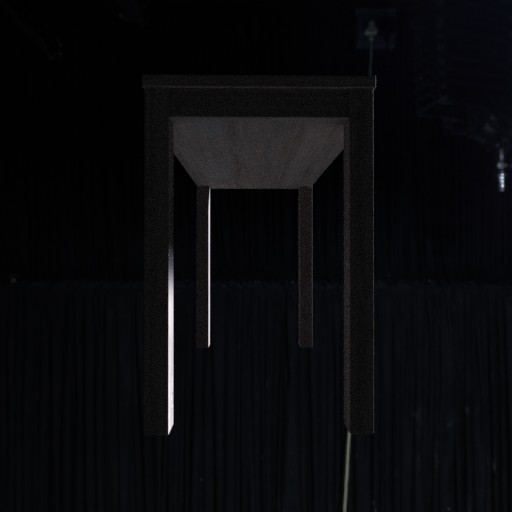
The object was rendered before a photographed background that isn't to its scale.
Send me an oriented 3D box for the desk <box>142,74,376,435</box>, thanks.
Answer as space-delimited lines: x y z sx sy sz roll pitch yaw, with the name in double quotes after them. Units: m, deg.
0.000 0.000 1.433 0.495 0.762 0.991 0 0 -1 "desk"
